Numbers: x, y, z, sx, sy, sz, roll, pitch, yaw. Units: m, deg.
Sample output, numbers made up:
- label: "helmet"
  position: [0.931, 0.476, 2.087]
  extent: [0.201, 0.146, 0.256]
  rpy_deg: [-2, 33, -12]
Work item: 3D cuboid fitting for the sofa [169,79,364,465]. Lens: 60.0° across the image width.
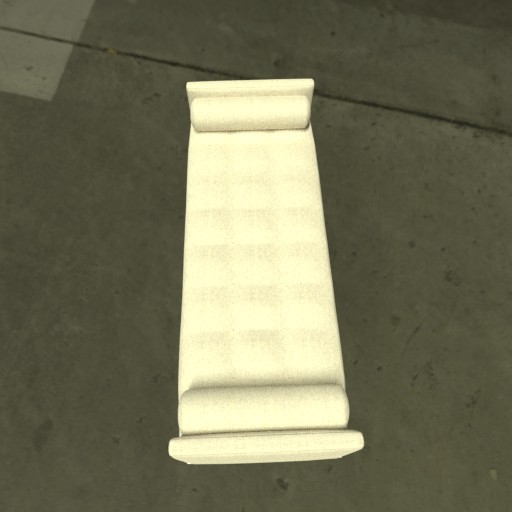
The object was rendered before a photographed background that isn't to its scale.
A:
- label: "sofa"
  position: [0.000, 0.000, 2.494]
  extent: [0.797, 0.655, 2.102]
  rpy_deg: [-2, 63, -1]
